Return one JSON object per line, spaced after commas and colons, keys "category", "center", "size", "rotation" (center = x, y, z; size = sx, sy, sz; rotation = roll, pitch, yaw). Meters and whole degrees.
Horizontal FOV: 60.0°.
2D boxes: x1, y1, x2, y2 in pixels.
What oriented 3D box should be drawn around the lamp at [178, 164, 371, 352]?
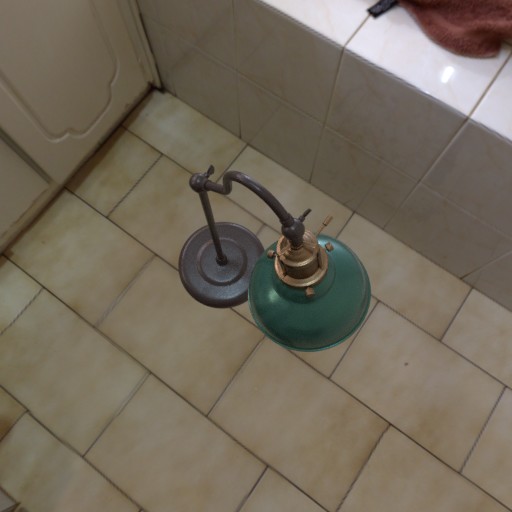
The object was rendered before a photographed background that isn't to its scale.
{"category": "lamp", "center": [0.000, 0.000, 0.699], "size": [0.374, 0.508, 0.192], "rotation": [37, 77, 10]}
